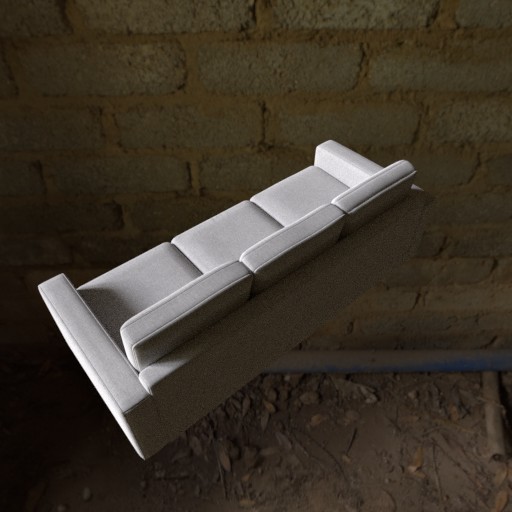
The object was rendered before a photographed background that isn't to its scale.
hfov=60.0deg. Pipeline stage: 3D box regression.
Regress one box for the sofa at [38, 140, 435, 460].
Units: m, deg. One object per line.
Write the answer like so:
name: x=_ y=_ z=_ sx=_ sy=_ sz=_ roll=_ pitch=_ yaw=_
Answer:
sofa: x=0.000 y=0.000 z=2.543 sx=2.120 sy=0.800 sz=0.900 roll=-31 pitch=53 yaw=-27
